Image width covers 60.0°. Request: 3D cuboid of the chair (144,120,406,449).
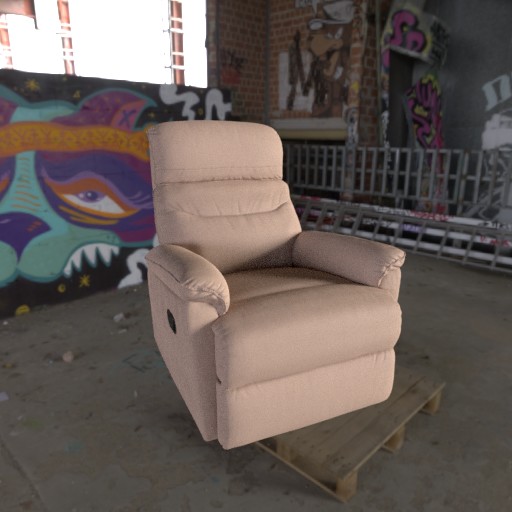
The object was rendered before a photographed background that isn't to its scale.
[{"bbox_3d":[0.000,0.000,1.731,0.820,1.037,1.004,-7,17,-24],"label":"chair"}]
